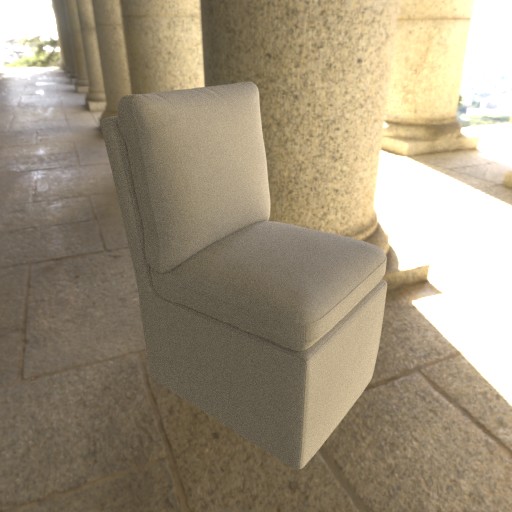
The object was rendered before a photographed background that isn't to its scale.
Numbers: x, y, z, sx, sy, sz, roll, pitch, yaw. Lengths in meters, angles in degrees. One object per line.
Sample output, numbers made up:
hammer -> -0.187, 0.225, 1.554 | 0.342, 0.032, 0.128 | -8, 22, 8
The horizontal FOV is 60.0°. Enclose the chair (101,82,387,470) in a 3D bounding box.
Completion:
chair -> 0.000, 0.000, 1.329 | 0.698, 0.927, 0.503 | 19, 32, 33
